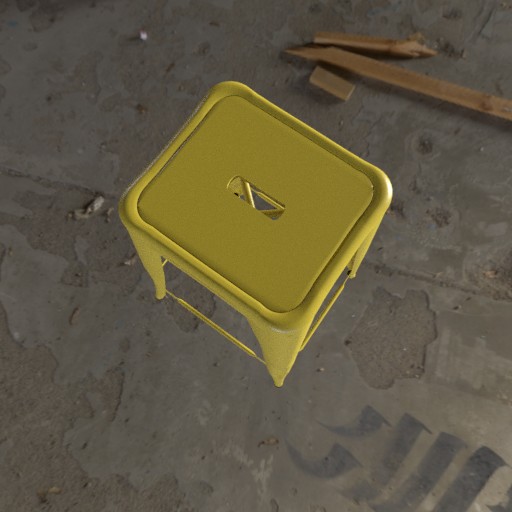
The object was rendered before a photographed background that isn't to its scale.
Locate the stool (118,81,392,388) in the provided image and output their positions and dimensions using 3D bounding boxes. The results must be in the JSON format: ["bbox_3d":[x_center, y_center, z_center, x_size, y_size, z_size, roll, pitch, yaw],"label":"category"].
[{"bbox_3d":[0.000,0.000,0.862,0.399,0.609,0.359,34,78,8],"label":"stool"}]
